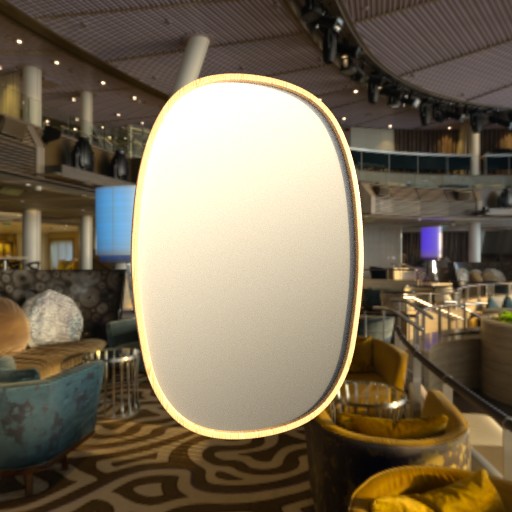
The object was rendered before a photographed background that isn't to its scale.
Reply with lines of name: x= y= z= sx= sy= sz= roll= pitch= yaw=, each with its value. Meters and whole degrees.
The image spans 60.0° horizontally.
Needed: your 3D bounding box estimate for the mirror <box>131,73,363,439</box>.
mirror: x=0.000 y=0.000 z=1.331 sx=0.724 sy=1.075 sz=0.037 roll=0 pitch=0 yaw=-19
